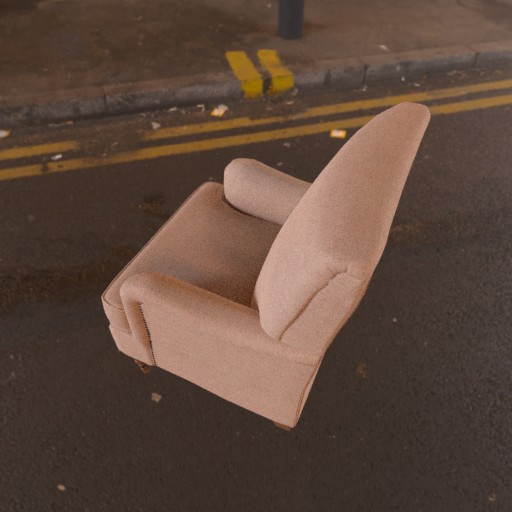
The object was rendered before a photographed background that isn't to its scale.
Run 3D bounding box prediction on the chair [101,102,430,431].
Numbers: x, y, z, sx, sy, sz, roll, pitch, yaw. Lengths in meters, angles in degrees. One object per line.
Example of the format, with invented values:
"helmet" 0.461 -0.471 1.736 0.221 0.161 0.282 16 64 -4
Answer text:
"chair" 0.000 0.000 1.748 0.953 1.119 0.879 18 47 17
